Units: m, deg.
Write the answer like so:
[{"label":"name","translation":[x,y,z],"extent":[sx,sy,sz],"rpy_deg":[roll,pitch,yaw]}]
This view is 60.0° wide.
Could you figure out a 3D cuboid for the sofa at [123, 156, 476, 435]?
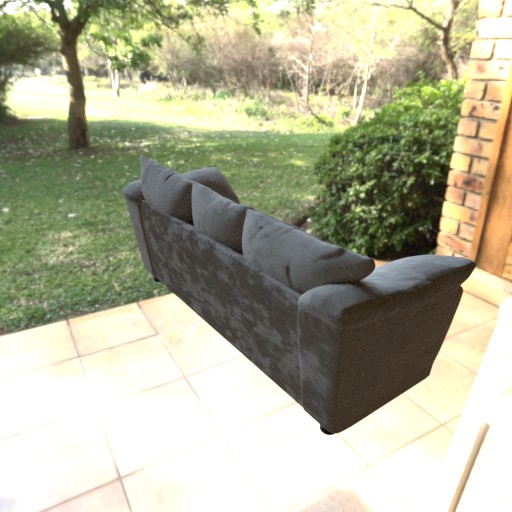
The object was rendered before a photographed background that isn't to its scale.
[{"label":"sofa","translation":[0.000,0.000,2.806],"extent":[0.893,0.981,2.377],"rpy_deg":[-17,29,-32]}]
